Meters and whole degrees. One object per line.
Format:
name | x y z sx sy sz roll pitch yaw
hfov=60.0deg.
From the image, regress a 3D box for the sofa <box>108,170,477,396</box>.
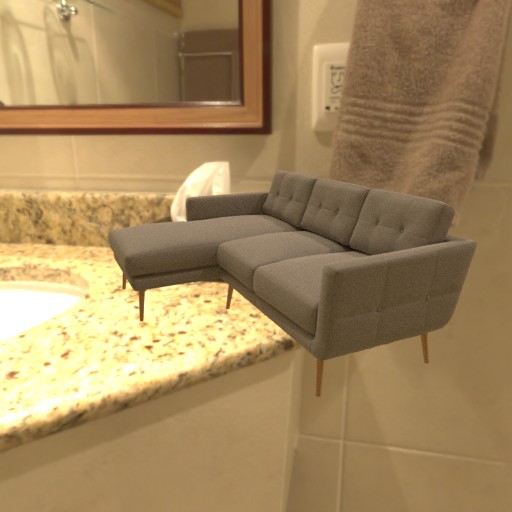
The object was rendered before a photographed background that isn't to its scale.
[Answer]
sofa | 0.000 0.000 2.806 1.530 0.860 2.040 -8 19 -25
